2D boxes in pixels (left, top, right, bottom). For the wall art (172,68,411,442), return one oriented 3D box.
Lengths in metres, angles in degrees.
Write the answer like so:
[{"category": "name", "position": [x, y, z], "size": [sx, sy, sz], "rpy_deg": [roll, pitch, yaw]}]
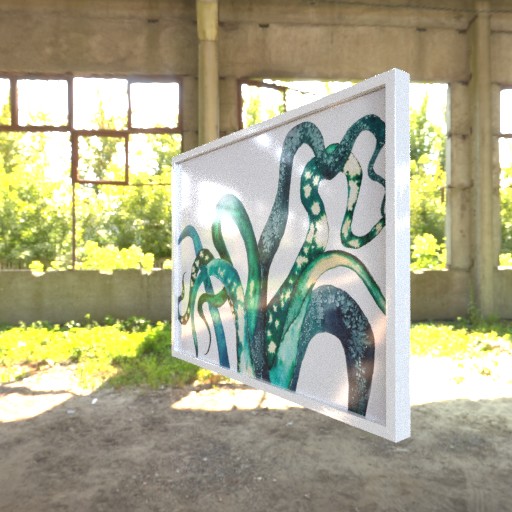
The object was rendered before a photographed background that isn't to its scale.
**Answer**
[{"category": "wall art", "position": [0.000, 0.000, 1.361], "size": [0.053, 0.787, 1.041], "rpy_deg": [0, 0, -37]}]
